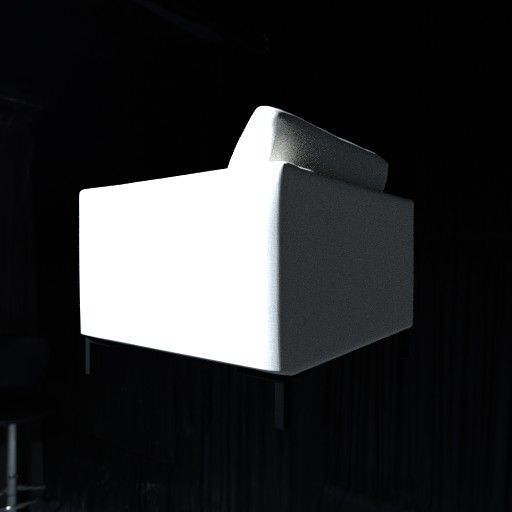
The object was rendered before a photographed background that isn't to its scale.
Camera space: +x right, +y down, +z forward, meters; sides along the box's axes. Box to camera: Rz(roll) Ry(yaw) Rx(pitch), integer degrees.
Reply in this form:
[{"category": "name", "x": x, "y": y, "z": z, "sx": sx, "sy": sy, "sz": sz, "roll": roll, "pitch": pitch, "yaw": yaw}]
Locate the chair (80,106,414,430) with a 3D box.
[{"category": "chair", "x": 0.000, "y": 0.000, "z": 1.640, "sx": 0.875, "sy": 0.806, "sz": 0.964, "roll": 0, "pitch": 0, "yaw": 37}]
